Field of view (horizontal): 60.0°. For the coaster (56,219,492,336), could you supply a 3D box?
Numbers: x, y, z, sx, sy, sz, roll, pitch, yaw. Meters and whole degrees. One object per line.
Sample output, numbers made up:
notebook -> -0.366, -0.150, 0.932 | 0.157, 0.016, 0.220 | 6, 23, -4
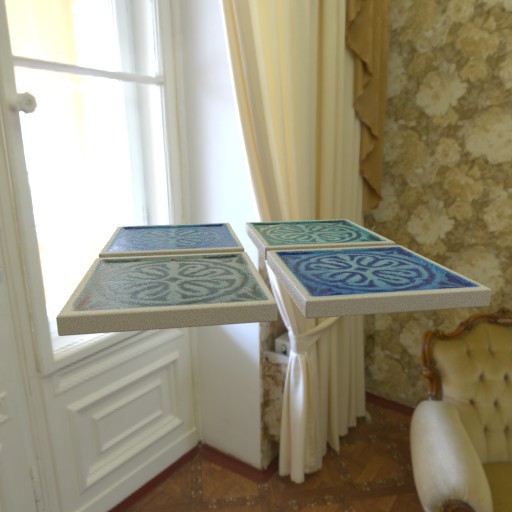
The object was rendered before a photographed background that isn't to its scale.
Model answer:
coaster -> 0.000, 0.000, 0.320 | 0.219, 0.010, 0.214 | -3, 15, -9
